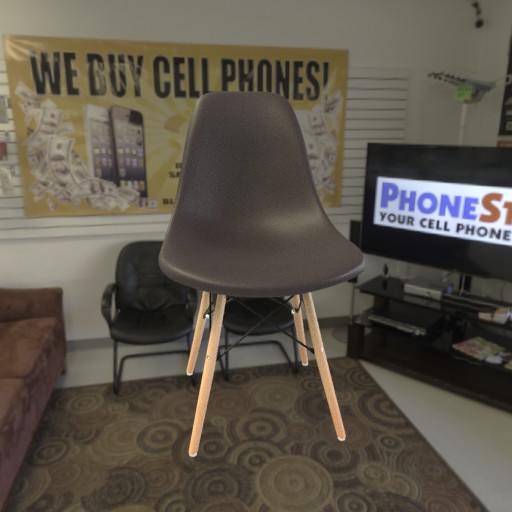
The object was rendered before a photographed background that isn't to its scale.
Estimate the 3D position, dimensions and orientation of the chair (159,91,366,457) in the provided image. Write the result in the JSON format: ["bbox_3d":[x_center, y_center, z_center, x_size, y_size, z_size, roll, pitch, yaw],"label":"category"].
[{"bbox_3d":[0.000,0.000,1.120,0.470,0.825,0.533,-2,16,-8],"label":"chair"}]
